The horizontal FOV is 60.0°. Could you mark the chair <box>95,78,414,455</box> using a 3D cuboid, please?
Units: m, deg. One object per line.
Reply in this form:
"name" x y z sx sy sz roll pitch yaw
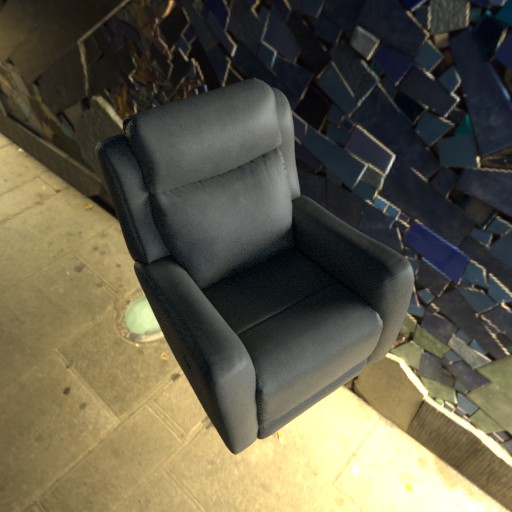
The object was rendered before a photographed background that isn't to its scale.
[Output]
"chair" 0.000 0.000 1.944 0.965 1.116 1.068 -25 52 -22
